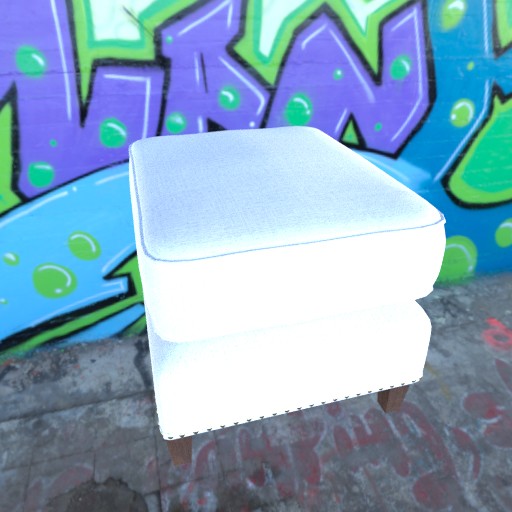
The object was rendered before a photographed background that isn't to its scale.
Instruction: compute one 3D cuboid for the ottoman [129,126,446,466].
[{"bbox_3d":[0.000,0.000,1.136,0.589,0.537,0.738,-8,32,-14],"label":"ottoman"}]
